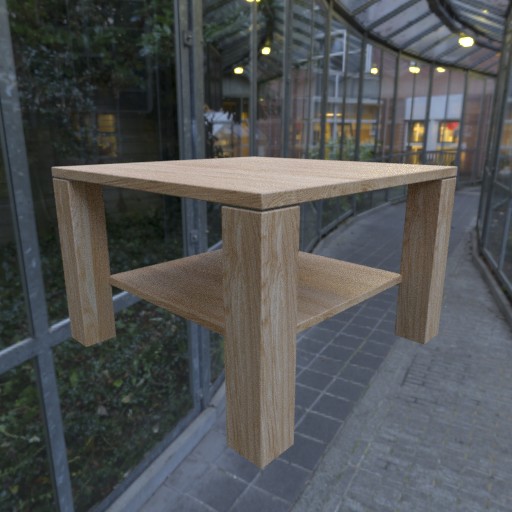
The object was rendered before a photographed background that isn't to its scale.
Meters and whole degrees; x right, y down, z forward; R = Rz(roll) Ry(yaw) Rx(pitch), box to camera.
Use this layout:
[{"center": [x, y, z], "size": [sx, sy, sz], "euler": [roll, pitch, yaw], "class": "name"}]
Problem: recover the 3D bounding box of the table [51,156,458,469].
[{"center": [0.000, 0.000, 1.138], "size": [0.700, 0.450, 0.700], "euler": [14, 21, 42], "class": "table"}]
